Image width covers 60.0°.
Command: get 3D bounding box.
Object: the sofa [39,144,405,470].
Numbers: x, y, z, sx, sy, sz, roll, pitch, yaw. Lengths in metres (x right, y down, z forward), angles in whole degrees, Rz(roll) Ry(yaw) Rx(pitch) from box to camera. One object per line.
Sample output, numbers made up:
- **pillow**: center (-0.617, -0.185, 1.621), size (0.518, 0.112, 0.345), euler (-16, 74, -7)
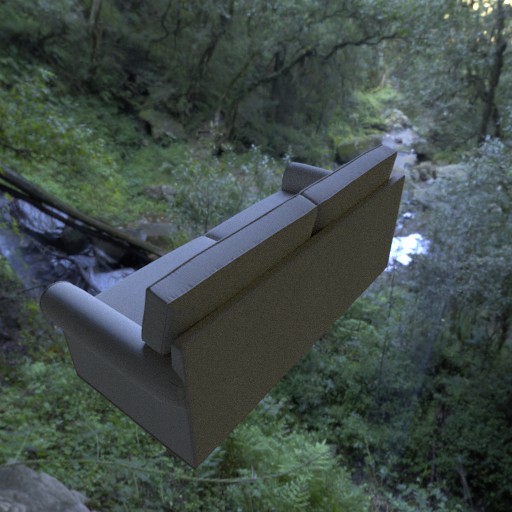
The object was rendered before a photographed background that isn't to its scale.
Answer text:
- **sofa**: center (0.000, 0.000, 2.580), size (0.901, 0.962, 2.146), euler (23, 39, 31)
